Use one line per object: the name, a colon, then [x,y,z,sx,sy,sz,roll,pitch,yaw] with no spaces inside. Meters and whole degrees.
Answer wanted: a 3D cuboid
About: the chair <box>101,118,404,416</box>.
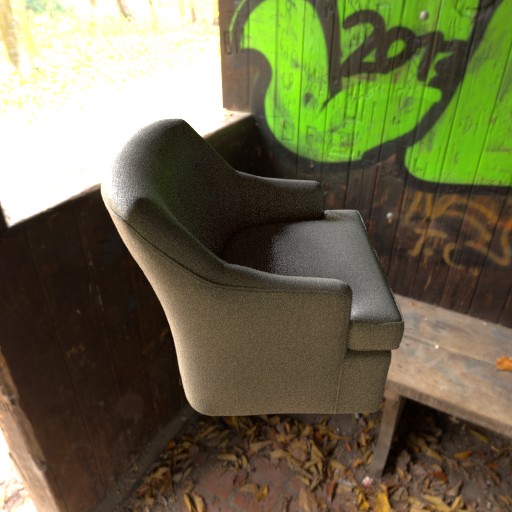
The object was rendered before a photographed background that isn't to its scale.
chair: [0.000,0.000,1.642,0.923,0.856,0.864,0,32,1]
